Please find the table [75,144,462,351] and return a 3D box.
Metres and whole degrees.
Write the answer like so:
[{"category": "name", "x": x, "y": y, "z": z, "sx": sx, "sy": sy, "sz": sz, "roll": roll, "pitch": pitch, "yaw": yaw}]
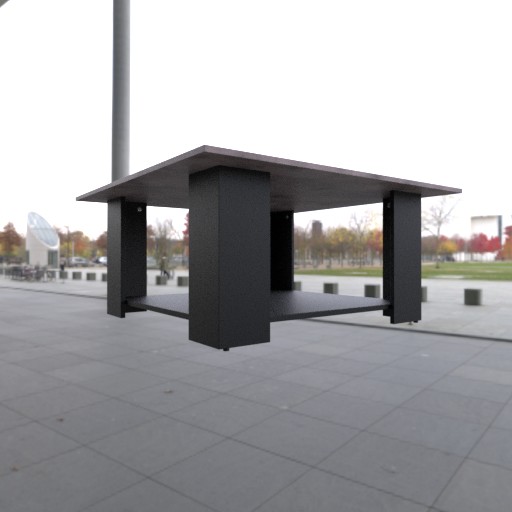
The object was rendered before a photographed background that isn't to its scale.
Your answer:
[{"category": "table", "x": 0.000, "y": 0.000, "z": 1.076, "sx": 0.670, "sy": 0.305, "sz": 0.670, "roll": 0, "pitch": 0, "yaw": -36}]
